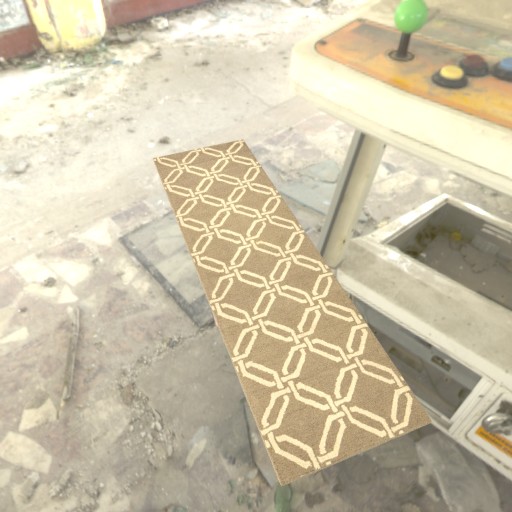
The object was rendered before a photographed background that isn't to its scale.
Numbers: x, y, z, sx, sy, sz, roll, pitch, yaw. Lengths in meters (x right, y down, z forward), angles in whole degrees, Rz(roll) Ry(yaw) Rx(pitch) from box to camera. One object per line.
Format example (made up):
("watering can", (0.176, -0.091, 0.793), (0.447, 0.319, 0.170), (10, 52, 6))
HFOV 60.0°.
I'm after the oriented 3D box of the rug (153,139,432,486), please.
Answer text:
("rug", (0.000, 0.000, 2.468), (0.678, 0.014, 2.276), (-16, 49, -14))
